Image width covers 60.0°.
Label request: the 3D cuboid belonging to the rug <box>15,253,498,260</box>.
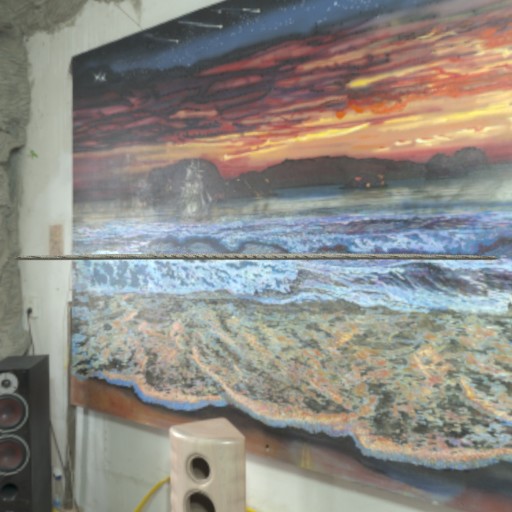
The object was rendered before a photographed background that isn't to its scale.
[{"bbox_3d":[0.000,0.000,2.960,2.406,0.023,1.539,0,1,-1],"label":"rug"}]
